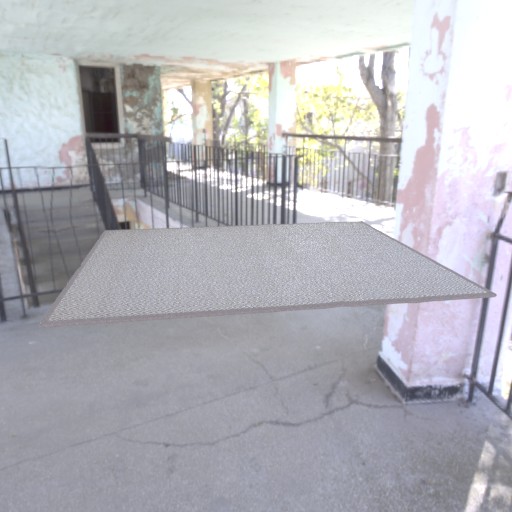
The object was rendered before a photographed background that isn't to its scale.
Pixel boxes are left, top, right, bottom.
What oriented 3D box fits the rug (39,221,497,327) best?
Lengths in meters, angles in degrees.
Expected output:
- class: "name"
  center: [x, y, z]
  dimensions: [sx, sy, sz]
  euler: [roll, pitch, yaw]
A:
- class: "rug"
  center: [0.000, 0.000, 3.987]
  dimensions: [3.007, 0.032, 2.434]
  euler: [-3, 17, -9]
